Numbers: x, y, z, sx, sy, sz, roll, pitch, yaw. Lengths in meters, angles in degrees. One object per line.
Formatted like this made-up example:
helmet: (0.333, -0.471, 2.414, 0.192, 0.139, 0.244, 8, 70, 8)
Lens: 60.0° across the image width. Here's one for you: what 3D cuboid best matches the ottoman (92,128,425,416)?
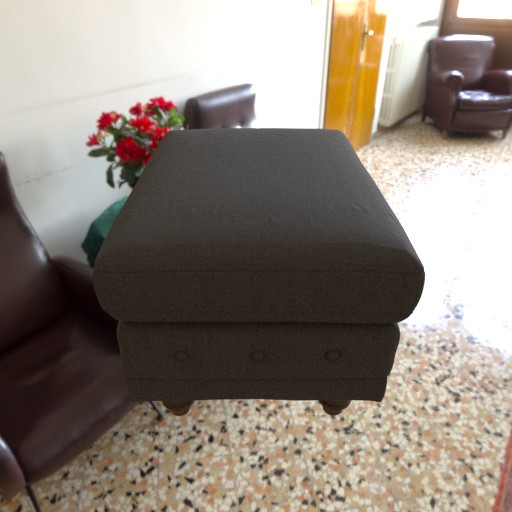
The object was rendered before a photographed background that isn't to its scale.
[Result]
ottoman: (0.000, 0.000, 1.146, 0.569, 0.500, 0.771, 0, 32, 0)
